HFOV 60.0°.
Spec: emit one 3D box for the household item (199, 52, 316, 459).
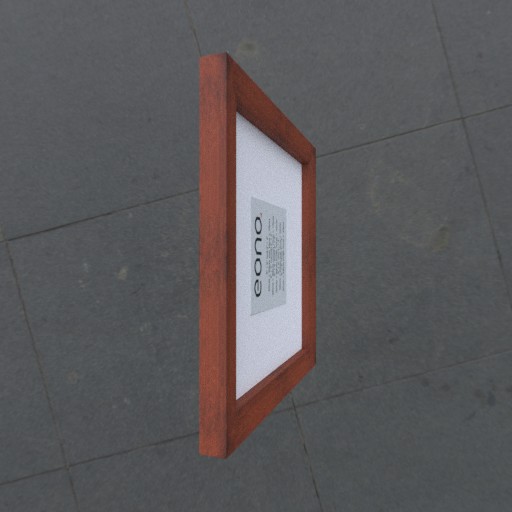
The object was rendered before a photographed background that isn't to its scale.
[{"bbox_3d":[0.000,0.000,0.380,0.131,0.240,0.240,0,90,1],"label":"household item"}]
